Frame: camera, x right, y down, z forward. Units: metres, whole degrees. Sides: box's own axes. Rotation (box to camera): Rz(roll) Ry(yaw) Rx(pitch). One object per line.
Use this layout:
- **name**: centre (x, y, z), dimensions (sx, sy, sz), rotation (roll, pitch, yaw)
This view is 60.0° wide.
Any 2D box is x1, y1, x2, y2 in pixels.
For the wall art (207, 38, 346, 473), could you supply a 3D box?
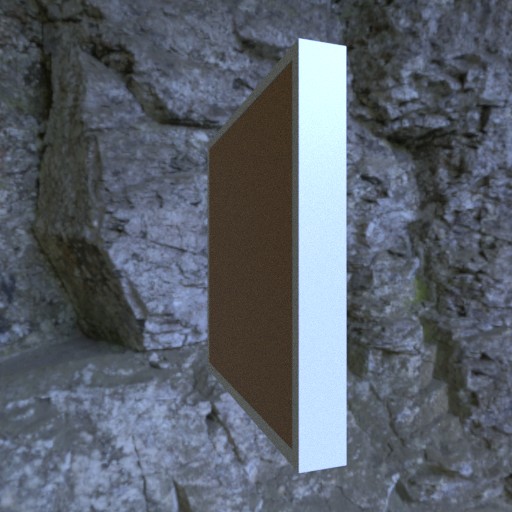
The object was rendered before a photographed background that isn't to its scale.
- **wall art**: centre (0.000, 0.000, 0.460), dimensions (0.038, 0.305, 0.305), rotation (0, 0, -18)
